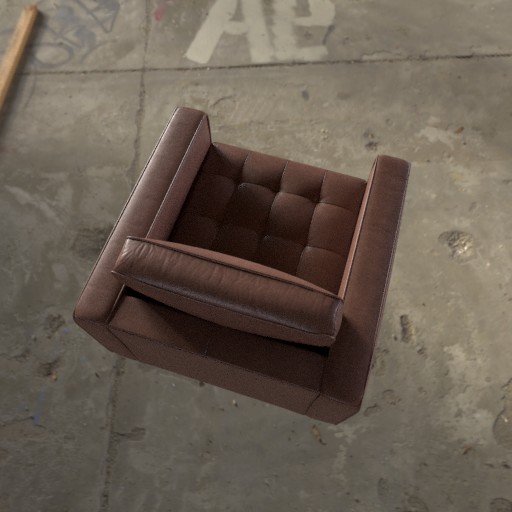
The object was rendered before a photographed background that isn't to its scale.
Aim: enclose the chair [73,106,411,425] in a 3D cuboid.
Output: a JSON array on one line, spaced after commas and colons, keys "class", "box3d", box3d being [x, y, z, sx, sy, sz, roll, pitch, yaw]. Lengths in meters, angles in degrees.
[{"class": "chair", "box3d": [0.000, 0.000, 1.595, 0.920, 0.770, 0.900, 16, 65, 8]}]
